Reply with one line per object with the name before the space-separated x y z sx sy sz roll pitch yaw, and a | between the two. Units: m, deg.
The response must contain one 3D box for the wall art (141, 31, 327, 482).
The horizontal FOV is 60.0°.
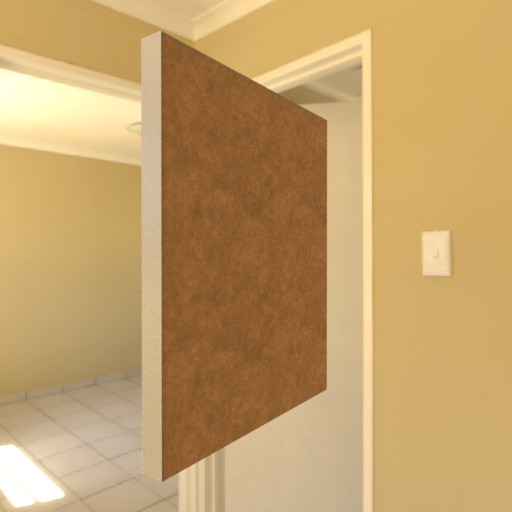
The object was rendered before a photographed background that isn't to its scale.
wall art | 0.000 0.000 0.739 0.037 0.554 0.453 0 1 35
